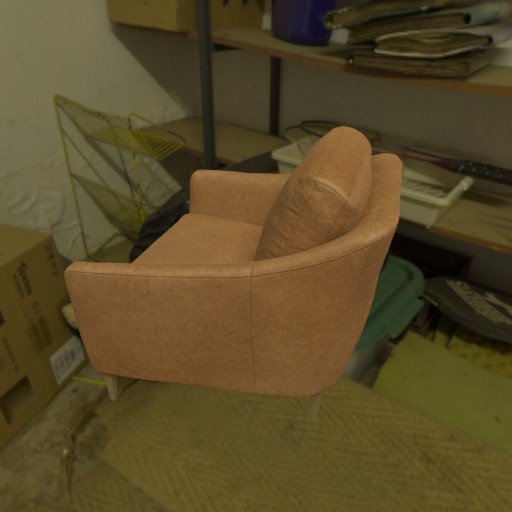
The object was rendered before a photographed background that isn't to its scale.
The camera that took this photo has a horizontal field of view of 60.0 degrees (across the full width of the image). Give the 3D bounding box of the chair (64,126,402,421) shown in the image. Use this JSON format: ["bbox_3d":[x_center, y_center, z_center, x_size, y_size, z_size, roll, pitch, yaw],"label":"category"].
[{"bbox_3d":[0.000,0.000,1.687,0.963,0.895,0.988,8,30,15],"label":"chair"}]
